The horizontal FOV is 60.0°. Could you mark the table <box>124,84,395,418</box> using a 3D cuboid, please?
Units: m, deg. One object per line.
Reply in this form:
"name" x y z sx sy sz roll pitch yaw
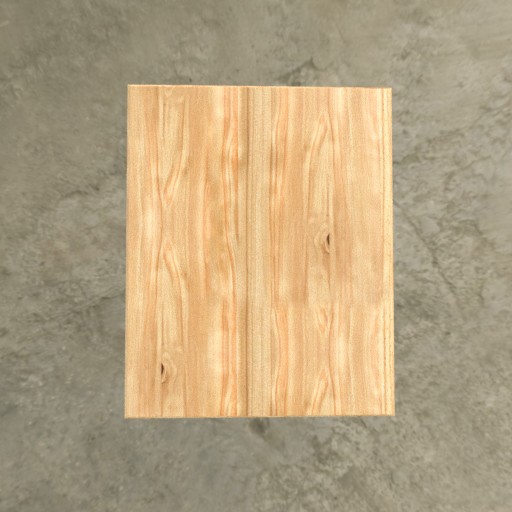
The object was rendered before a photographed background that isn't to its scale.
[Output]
"table" 0.000 0.000 0.883 0.380 0.515 0.530 0 88 -2
